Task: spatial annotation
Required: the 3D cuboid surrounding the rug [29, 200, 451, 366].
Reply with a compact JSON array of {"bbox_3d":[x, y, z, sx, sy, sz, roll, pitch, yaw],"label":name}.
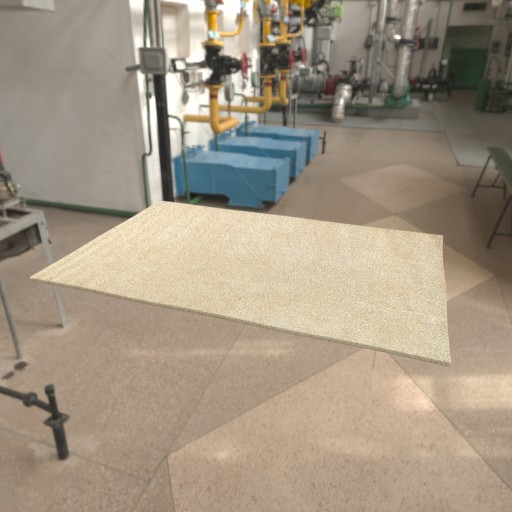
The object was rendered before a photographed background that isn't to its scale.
[{"bbox_3d":[0.000,0.000,2.935,2.346,0.025,1.500,9,27,17],"label":"rug"}]
